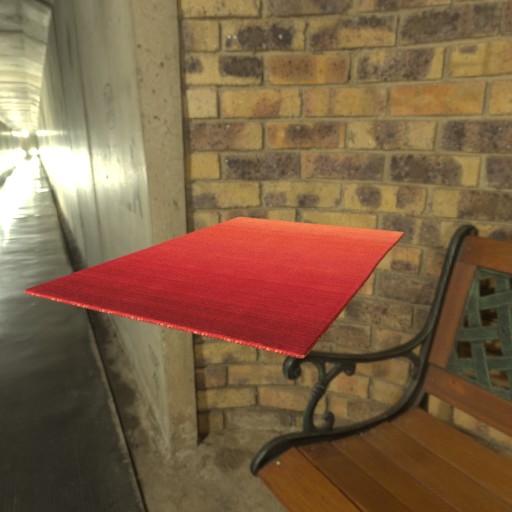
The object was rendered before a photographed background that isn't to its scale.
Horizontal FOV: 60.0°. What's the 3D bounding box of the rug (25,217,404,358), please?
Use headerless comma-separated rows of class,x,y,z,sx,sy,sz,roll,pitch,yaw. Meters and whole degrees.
rug,0.000,0.000,2.335,1.230,0.018,1.835,8,17,26
